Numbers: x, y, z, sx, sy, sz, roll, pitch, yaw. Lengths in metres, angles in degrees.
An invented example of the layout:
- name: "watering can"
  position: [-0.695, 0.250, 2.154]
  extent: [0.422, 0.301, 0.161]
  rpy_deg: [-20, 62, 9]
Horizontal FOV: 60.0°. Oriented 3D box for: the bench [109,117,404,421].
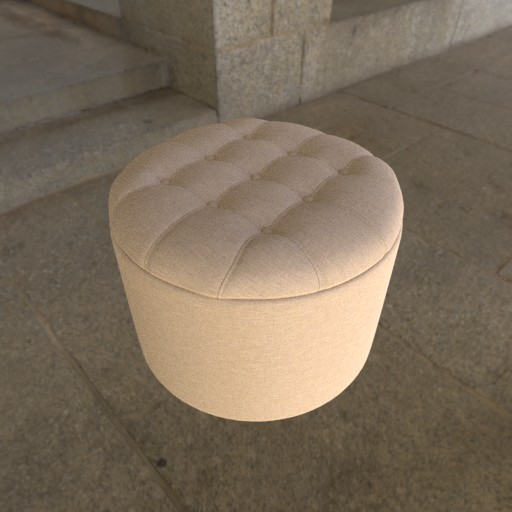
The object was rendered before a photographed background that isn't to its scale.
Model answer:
- name: "bench"
  position: [0.000, 0.000, 1.027]
  extent: [0.600, 0.454, 0.600]
  rpy_deg: [0, 40, 0]
